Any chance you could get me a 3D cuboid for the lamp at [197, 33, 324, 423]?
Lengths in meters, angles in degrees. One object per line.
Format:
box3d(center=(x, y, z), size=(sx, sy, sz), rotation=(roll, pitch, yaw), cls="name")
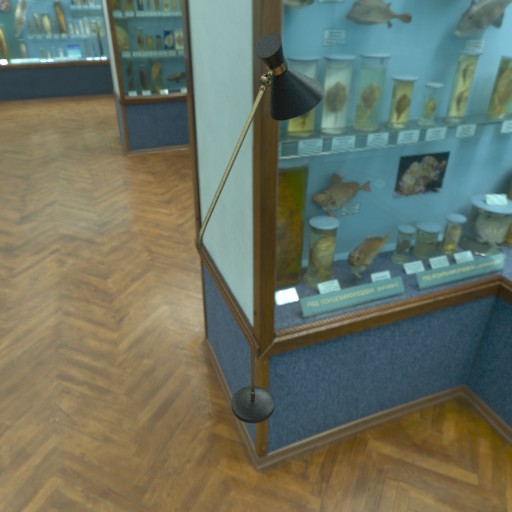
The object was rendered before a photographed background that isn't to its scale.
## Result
box3d(center=(0.000, 0.000, 1.597), size=(0.467, 1.438, 0.277), rotation=(-10, 32, -16), cls="lamp")
